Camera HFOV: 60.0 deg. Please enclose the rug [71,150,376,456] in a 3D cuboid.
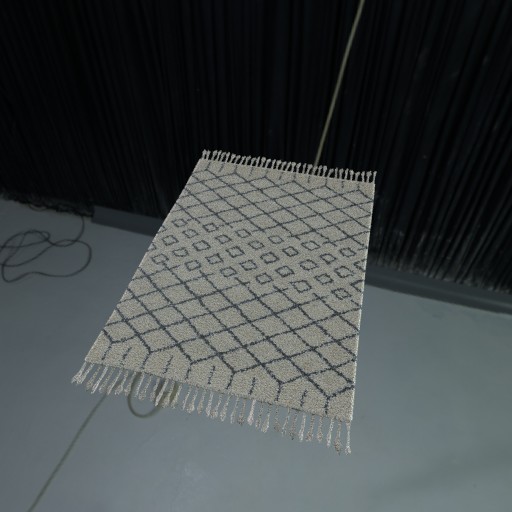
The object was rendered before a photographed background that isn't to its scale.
[{"bbox_3d":[0.000,0.000,3.342,1.664,0.029,2.615,10,47,9],"label":"rug"}]
